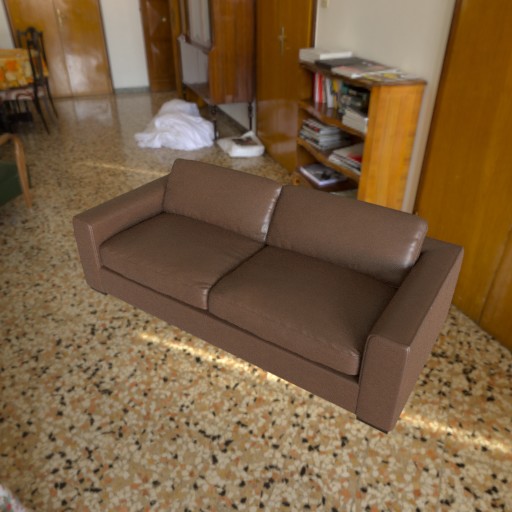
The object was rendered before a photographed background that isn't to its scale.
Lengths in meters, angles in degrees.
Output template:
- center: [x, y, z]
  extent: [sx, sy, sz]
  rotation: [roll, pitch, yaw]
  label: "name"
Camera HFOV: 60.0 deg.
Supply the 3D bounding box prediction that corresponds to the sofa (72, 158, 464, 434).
- center: [0.000, 0.000, 2.838]
  extent: [2.262, 0.801, 1.070]
  rotation: [19, 36, 28]
  label: "sofa"
